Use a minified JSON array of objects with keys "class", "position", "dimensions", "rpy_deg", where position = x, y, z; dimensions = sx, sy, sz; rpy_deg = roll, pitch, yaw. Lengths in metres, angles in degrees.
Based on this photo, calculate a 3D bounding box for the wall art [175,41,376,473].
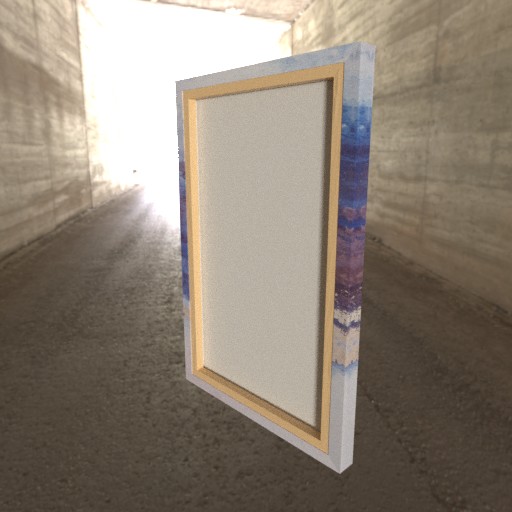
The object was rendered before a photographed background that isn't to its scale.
[{"class":"wall art","position":[0.000,0.000,1.094],"dimensions":[0.048,0.874,0.583],"rpy_deg":[-12,17,-42]}]
